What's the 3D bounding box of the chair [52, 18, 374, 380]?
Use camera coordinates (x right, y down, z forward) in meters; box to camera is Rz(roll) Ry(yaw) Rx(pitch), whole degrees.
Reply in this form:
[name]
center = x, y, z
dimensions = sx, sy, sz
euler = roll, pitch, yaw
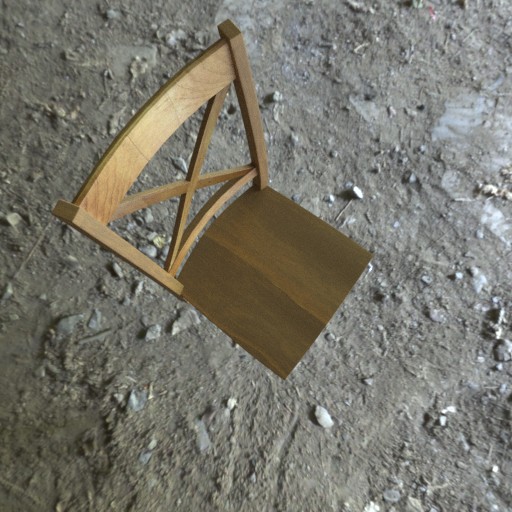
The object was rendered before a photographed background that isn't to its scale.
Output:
[chair]
center = 0.000, 0.000, 1.231
dimensions = 0.542, 0.983, 0.485
euler = 36, 79, 8
